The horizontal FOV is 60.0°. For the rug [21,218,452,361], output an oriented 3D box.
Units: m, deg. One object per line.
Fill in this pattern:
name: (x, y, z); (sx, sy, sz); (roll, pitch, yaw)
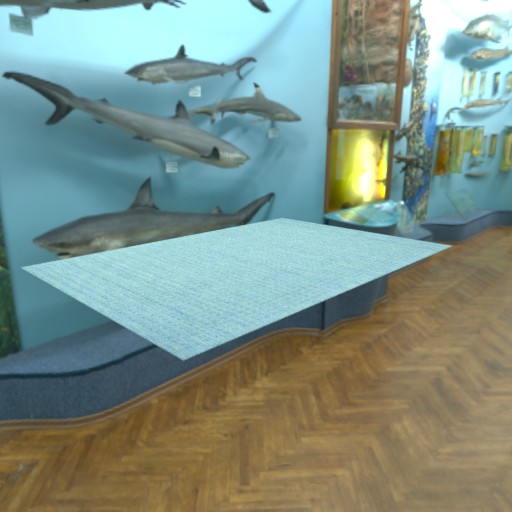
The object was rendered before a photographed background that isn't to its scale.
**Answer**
rug: (0.000, 0.000, 3.567); (1.982, 0.006, 2.895); (14, 21, 43)
